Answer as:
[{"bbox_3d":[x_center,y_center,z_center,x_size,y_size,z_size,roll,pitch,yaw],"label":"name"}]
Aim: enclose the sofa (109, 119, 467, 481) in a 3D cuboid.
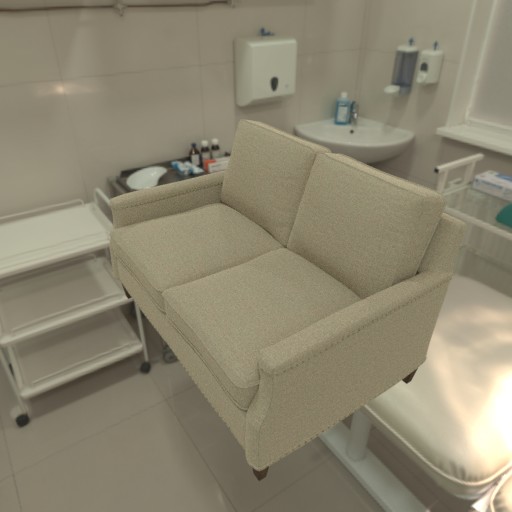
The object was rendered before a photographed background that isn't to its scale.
[{"bbox_3d":[0.000,0.000,2.254,1.084,1.003,1.597,-20,37,-29],"label":"sofa"}]
